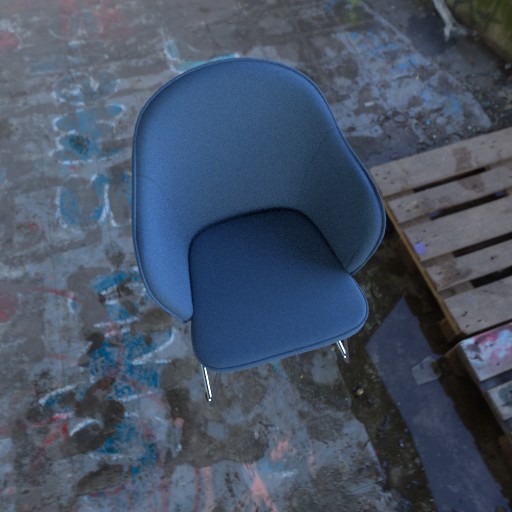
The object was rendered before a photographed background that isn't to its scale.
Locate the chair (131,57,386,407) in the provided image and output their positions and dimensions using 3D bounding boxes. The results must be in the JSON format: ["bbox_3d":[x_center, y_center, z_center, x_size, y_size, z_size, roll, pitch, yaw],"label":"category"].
[{"bbox_3d":[0.000,0.000,1.209,0.570,0.815,0.585,-15,63,-8],"label":"chair"}]
